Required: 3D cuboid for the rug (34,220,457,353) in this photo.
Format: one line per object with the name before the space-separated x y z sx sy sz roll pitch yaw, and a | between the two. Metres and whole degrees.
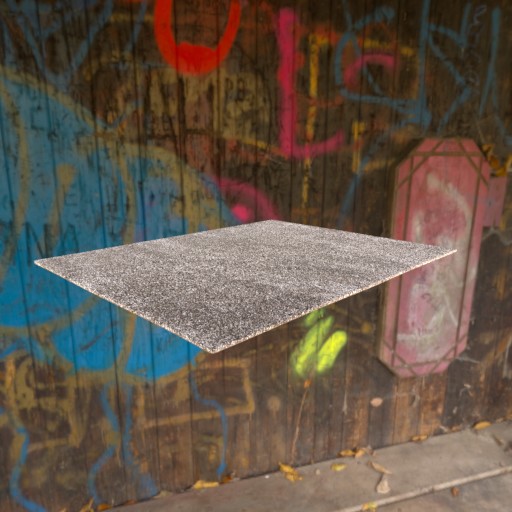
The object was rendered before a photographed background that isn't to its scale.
rug | 0.000 0.000 4.002 3.000 0.025 2.401 -14 20 -43
